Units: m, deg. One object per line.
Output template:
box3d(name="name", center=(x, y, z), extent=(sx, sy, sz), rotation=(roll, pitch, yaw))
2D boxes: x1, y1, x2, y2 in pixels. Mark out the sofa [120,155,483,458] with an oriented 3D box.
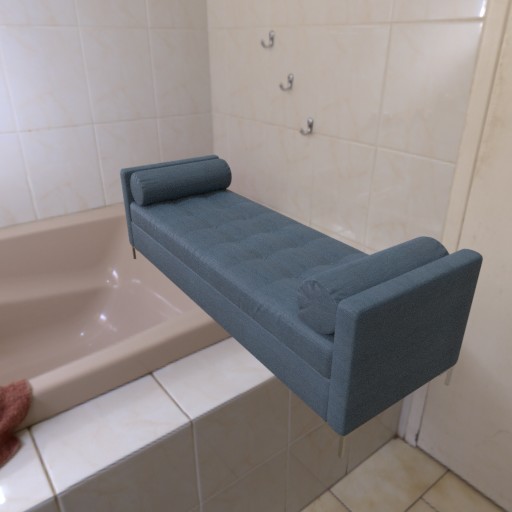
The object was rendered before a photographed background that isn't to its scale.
box3d(name="sofa", center=(0.000, 0.000, 2.321), extent=(0.686, 0.635, 1.981), rotation=(-17, 31, -31))
